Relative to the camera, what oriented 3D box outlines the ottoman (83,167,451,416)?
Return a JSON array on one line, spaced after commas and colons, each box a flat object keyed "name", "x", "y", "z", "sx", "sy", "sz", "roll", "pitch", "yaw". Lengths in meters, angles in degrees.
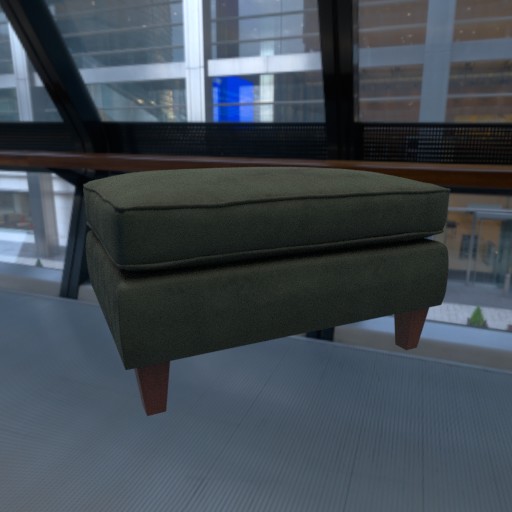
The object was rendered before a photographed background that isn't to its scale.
[{"name": "ottoman", "x": 0.000, "y": 0.000, "z": 1.268, "sx": 0.864, "sy": 0.495, "sz": 0.632, "roll": -7, "pitch": 15, "yaw": -25}]
